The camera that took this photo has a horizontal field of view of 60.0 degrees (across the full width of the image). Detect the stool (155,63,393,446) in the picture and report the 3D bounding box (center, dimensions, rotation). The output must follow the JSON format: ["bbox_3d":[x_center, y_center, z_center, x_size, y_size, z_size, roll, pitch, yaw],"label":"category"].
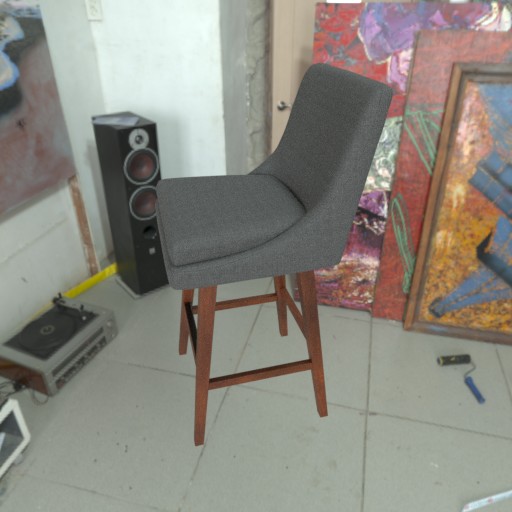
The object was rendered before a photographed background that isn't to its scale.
[{"bbox_3d":[0.000,0.000,1.277,0.524,0.977,0.447,-8,32,-13],"label":"stool"}]
